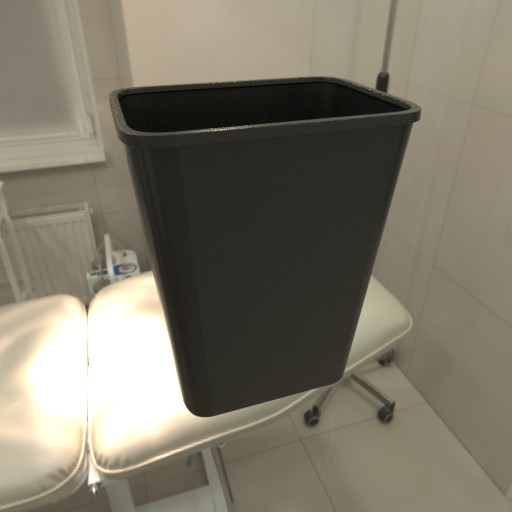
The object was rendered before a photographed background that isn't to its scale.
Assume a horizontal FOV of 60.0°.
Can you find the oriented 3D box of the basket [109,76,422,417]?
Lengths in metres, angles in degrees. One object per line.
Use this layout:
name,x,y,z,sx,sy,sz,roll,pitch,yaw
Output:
basket,0.000,0.000,0.761,0.394,0.521,0.287,-10,33,-16
